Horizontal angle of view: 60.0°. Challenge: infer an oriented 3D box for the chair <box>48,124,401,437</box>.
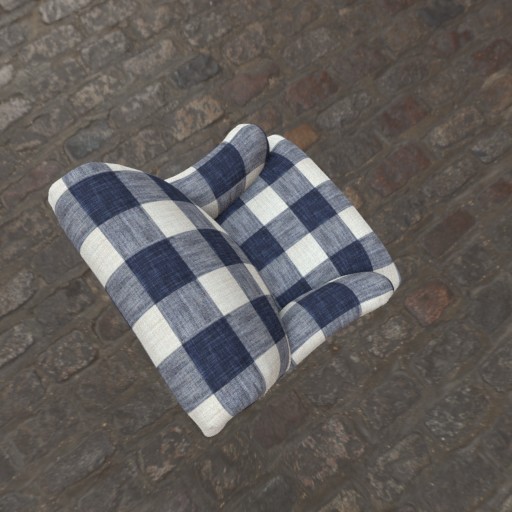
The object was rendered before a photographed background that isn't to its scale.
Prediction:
[{"bbox_3d":[0.000,0.000,1.542,0.848,0.953,0.781,-36,78,-9],"label":"chair"}]
